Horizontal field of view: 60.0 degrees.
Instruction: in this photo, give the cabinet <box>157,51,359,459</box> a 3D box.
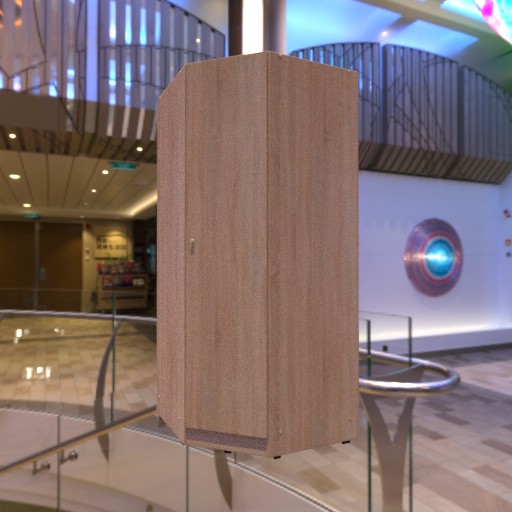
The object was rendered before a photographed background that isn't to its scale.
[{"bbox_3d":[0.000,0.000,2.871,1.327,2.120,1.094,0,-1,19],"label":"cabinet"}]
